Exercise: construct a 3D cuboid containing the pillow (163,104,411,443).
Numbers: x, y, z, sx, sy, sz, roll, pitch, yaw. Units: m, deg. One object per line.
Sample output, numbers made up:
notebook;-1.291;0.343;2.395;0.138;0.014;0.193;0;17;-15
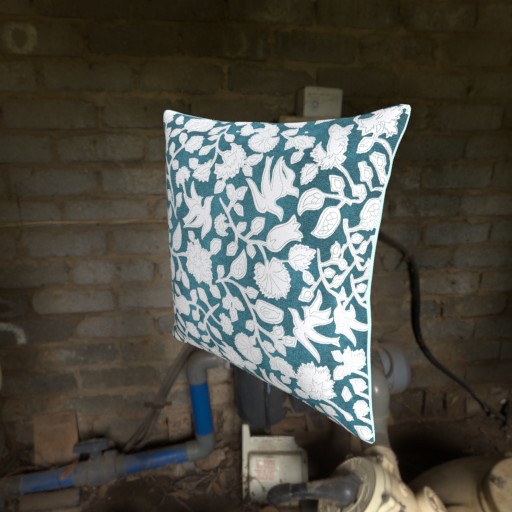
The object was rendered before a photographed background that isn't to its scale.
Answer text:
pillow;0.000;0.000;0.799;0.525;0.508;0.166;16;23;41
